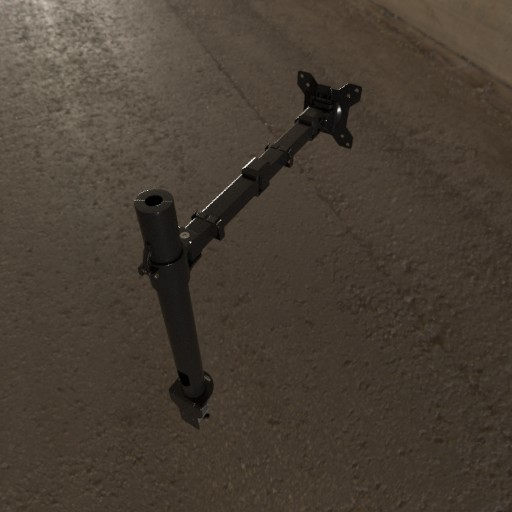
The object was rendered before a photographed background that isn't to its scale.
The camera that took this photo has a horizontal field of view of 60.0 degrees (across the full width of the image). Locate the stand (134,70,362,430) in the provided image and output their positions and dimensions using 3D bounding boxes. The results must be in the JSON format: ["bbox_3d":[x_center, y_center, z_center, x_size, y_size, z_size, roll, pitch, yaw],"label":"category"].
[{"bbox_3d":[0.000,0.000,0.740,0.115,0.510,0.456,24,51,21],"label":"stand"}]
